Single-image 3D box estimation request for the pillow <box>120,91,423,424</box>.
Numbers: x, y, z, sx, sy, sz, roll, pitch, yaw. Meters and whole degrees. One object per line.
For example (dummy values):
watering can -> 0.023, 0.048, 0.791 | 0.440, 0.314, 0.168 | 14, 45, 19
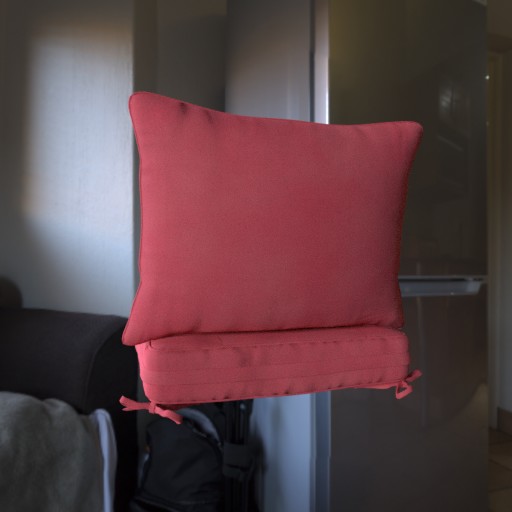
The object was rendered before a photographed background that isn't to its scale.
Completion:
pillow -> 0.000, 0.000, 1.351 | 0.798, 0.725, 0.733 | 0, 0, -18
